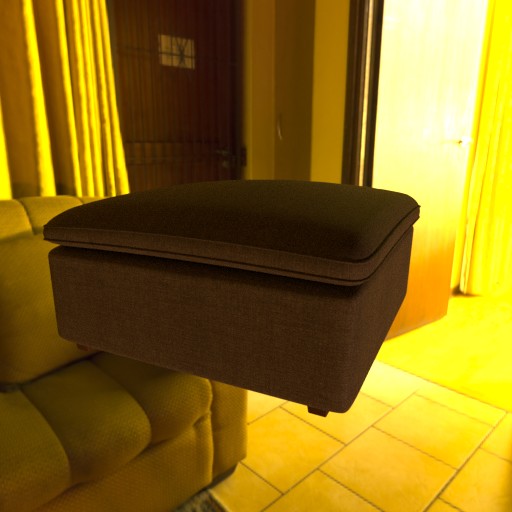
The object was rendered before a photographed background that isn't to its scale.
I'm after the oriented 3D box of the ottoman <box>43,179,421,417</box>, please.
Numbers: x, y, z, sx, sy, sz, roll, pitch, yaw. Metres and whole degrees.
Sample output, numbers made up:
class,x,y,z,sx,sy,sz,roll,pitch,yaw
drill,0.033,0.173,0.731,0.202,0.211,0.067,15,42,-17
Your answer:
class,x,y,z,sx,sy,sz,roll,pitch,yaw
ottoman,0.000,0.000,1.690,1.067,0.559,1.067,7,16,25
